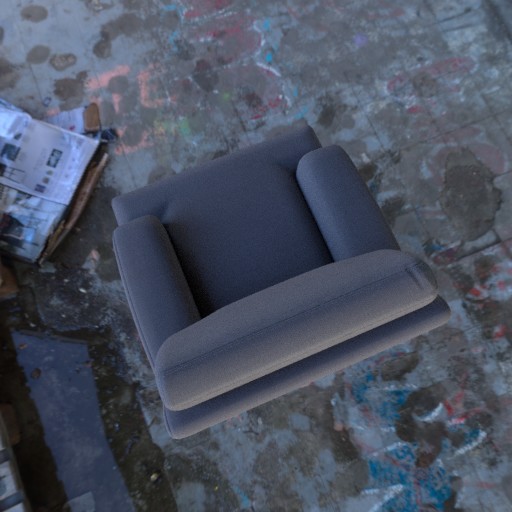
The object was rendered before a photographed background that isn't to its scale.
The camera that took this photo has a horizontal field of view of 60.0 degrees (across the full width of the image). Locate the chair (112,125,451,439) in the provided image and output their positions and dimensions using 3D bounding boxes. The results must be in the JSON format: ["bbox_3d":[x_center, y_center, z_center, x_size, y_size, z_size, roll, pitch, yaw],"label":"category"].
[{"bbox_3d":[0.000,0.000,1.986,1.168,0.940,1.143,-22,77,-6],"label":"chair"}]
